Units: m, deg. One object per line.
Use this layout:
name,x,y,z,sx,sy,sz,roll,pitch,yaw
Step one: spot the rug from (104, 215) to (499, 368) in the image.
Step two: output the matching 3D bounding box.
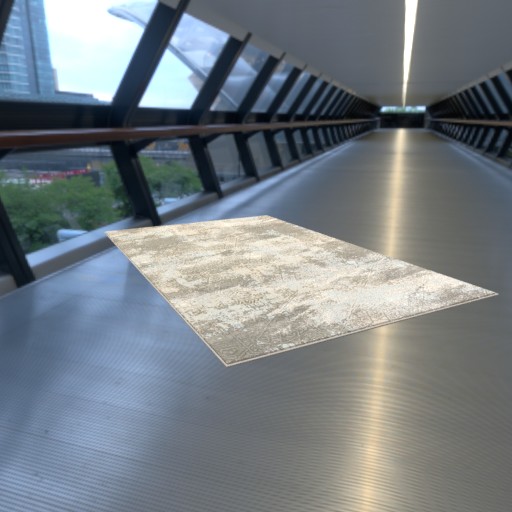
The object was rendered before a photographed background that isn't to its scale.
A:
rug,0.000,0.000,2.963,1.536,0.012,2.431,-8,18,-27
